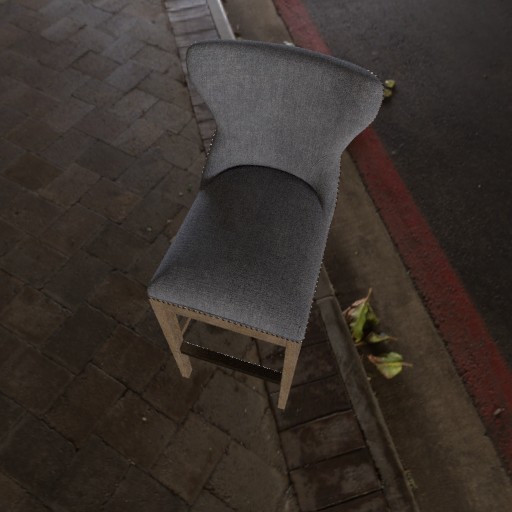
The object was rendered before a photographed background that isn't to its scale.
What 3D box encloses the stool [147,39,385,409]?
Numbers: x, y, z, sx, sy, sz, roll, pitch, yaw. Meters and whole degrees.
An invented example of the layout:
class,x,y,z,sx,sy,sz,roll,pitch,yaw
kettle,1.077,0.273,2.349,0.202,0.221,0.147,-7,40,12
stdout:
class,x,y,z,sx,sy,sz,roll,pitch,yaw
stool,0.000,0.000,1.411,0.494,1.123,0.606,15,60,9
